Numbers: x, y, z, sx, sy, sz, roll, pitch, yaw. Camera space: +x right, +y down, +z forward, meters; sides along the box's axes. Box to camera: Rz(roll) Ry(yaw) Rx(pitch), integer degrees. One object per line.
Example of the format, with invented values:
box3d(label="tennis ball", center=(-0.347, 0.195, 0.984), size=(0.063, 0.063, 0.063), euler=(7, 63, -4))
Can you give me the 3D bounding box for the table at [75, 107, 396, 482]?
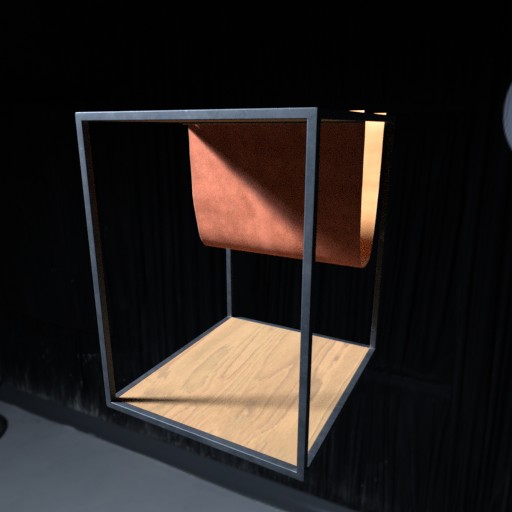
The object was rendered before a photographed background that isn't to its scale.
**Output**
box3d(label="table", center=(0.000, 0.000, 0.864), size=(0.399, 0.536, 0.450), euler=(8, 18, 27))
